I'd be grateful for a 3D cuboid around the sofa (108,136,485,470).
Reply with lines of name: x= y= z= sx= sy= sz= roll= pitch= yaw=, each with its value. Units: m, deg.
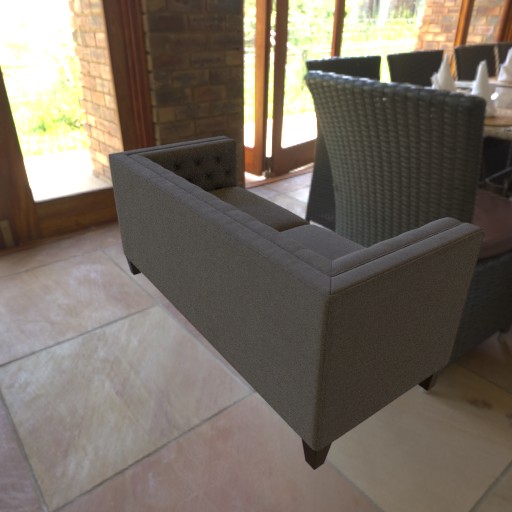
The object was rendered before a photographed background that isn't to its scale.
sofa: x=0.000 y=0.000 z=2.206 sx=0.775 sy=0.762 sz=1.778 roll=-19 pitch=33 yaw=-31
